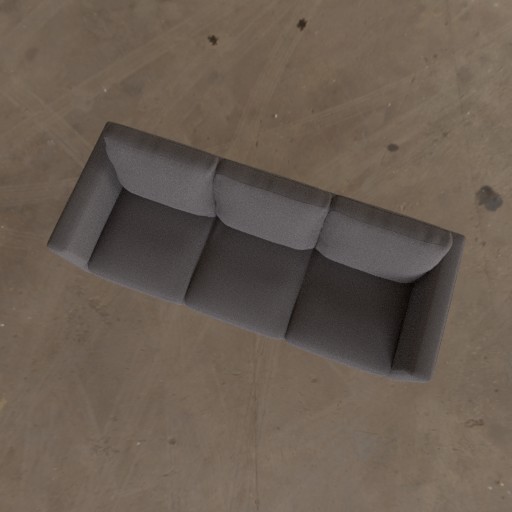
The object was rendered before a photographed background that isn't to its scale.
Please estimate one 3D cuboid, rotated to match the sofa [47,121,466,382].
[{"bbox_3d":[0.000,0.000,2.496,2.029,0.912,0.802,19,76,5],"label":"sofa"}]
